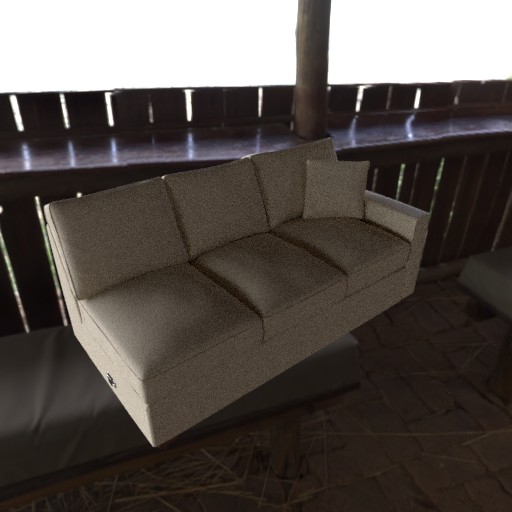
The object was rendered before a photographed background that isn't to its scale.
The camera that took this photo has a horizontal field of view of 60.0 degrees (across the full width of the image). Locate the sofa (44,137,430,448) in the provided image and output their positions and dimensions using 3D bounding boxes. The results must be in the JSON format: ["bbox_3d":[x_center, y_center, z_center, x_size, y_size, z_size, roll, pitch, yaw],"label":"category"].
[{"bbox_3d":[0.000,0.000,2.571,1.963,0.946,1.034,-21,36,-33],"label":"sofa"}]
